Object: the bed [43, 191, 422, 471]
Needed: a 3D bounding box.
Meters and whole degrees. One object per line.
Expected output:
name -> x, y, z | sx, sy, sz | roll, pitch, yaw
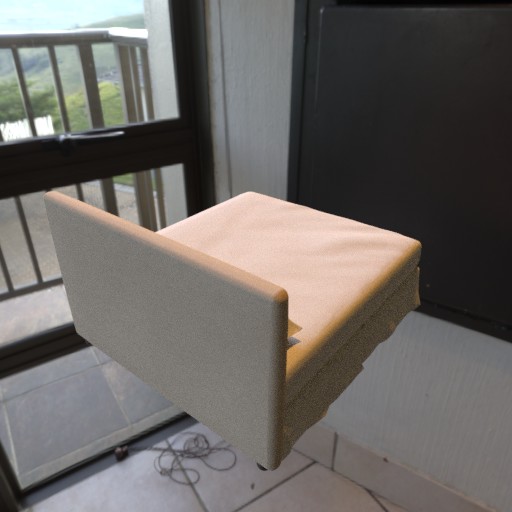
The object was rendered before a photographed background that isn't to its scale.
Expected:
bed -> 0.000, 0.000, 3.611 | 2.119, 1.317, 2.319 | 21, 36, 33
